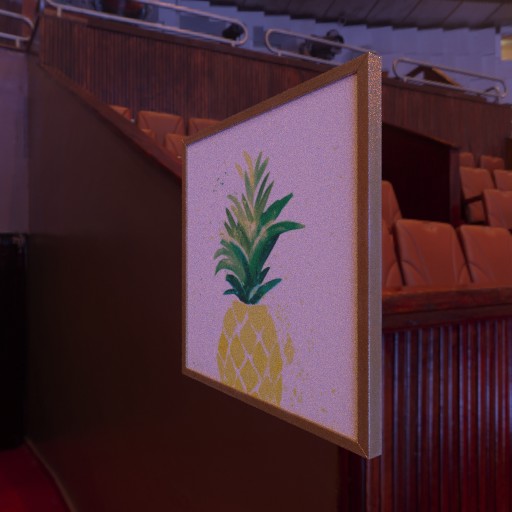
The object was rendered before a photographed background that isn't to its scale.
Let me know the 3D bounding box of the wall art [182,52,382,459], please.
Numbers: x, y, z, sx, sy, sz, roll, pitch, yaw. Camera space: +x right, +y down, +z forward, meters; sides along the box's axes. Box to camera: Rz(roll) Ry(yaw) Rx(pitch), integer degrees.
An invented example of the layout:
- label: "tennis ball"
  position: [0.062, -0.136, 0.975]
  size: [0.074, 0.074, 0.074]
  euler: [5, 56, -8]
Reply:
- label: "wall art"
  position: [0.000, 0.000, 1.144]
  size: [0.037, 0.760, 0.762]
  euler: [0, 0, -36]
